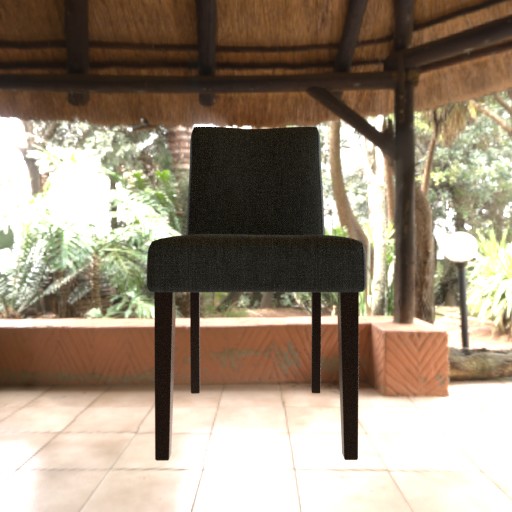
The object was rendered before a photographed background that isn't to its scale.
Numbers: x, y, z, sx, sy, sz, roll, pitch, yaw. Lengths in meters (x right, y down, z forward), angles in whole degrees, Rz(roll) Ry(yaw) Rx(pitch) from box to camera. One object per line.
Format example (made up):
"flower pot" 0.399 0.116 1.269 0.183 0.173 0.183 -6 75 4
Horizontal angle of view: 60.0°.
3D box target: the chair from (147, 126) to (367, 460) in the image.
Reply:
"chair" 0.000 0.000 1.256 0.487 0.884 0.629 0 0 0
